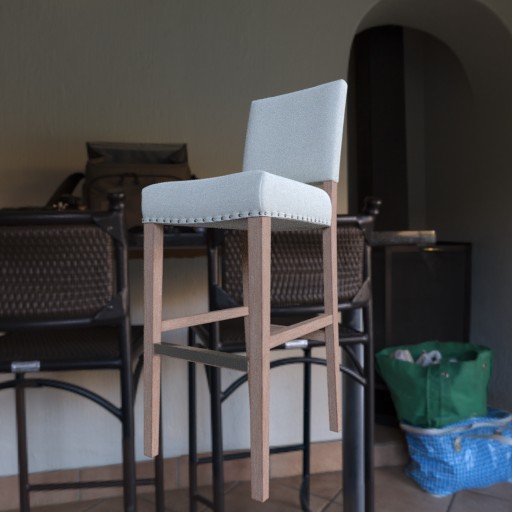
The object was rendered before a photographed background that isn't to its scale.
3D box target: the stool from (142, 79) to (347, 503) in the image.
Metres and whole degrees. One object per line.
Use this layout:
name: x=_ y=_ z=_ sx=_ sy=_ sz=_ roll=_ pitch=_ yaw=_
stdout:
stool: x=0.000 y=0.000 z=1.361 sx=0.428 sy=1.143 sz=0.546 roll=0 pitch=1 yaw=36
